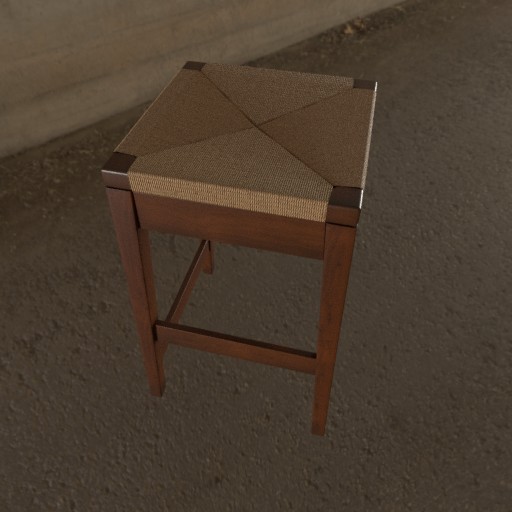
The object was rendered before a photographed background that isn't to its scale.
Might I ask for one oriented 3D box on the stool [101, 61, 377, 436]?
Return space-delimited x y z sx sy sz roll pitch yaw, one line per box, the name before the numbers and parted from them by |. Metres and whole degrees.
stool | 0.000 0.000 1.112 0.497 0.762 0.507 10 48 9
